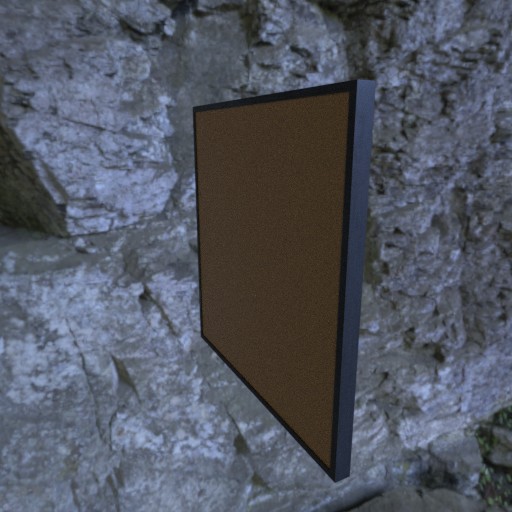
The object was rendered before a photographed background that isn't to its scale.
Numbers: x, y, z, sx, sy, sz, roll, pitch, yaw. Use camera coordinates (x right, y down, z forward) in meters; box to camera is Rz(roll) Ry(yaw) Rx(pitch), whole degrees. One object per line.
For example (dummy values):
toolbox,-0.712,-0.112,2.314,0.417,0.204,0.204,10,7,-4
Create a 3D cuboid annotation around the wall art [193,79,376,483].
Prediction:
wall art,0.000,0.000,1.130,0.039,0.763,0.763,-8,17,-26
